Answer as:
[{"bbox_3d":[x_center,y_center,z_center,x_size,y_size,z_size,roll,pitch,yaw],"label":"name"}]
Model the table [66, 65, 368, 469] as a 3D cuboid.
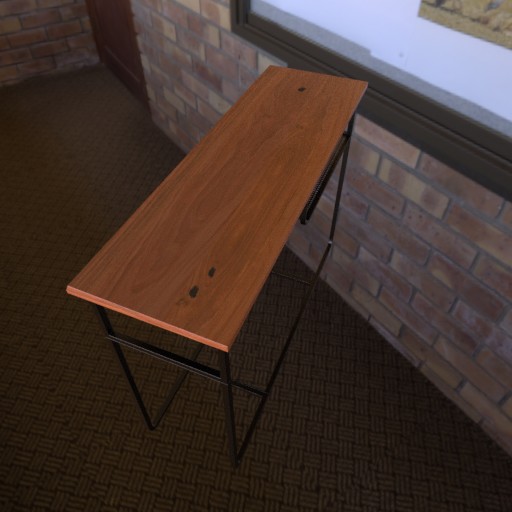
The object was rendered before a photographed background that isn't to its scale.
[{"bbox_3d":[0.000,0.000,1.440,0.350,0.750,1.100,17,49,15],"label":"table"}]
